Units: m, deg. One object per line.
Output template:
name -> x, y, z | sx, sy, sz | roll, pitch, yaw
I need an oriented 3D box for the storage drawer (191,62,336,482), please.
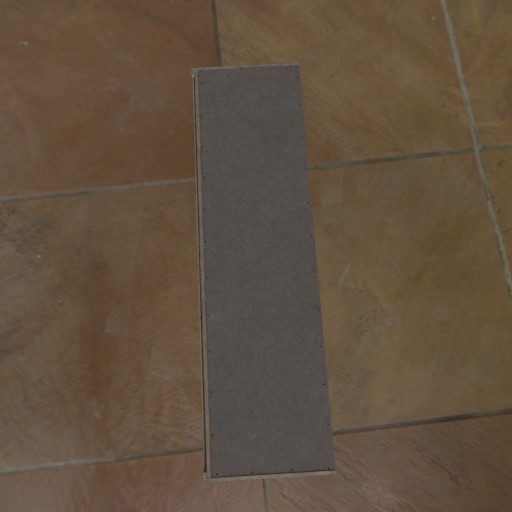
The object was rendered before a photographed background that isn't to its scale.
storage drawer -> 0.000, 0.000, 2.316 | 0.591, 0.274, 2.072 | -3, 77, -1
